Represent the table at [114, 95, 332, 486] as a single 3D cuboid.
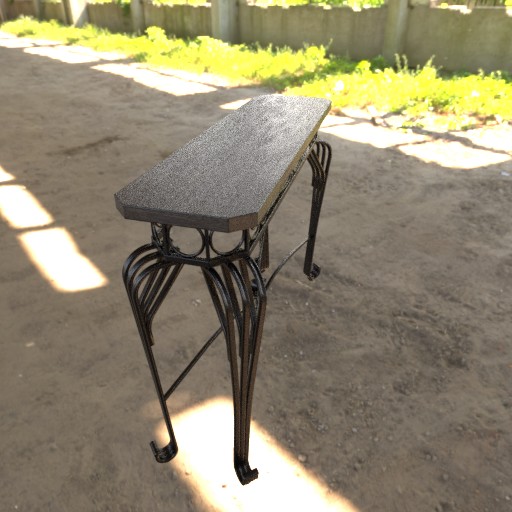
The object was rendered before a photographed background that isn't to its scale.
[{"bbox_3d":[0.000,0.000,1.447,0.329,0.800,1.112,8,32,14],"label":"table"}]
